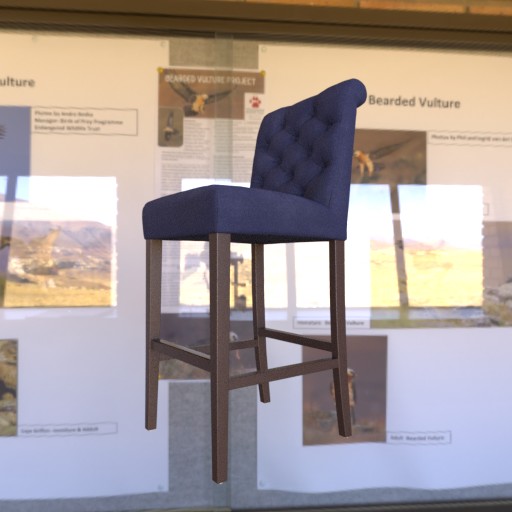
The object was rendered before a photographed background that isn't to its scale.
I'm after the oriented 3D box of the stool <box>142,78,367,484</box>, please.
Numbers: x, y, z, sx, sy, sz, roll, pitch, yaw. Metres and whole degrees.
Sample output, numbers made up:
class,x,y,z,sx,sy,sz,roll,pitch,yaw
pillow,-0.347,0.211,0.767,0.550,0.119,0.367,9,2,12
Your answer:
class,x,y,z,sx,sy,sz,roll,pitch,yaw
stool,0.000,0.000,1.449,0.601,1.140,0.493,0,-1,-37
